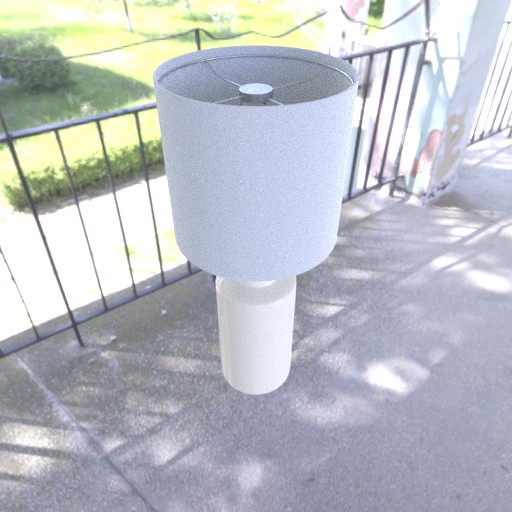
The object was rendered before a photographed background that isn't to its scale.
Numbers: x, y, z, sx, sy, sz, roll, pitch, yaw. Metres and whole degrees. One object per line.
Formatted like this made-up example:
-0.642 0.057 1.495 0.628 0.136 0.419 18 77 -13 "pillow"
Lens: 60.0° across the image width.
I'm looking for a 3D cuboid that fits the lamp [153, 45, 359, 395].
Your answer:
0.000 0.000 0.614 0.212 0.493 0.212 -25 45 -28 "lamp"
